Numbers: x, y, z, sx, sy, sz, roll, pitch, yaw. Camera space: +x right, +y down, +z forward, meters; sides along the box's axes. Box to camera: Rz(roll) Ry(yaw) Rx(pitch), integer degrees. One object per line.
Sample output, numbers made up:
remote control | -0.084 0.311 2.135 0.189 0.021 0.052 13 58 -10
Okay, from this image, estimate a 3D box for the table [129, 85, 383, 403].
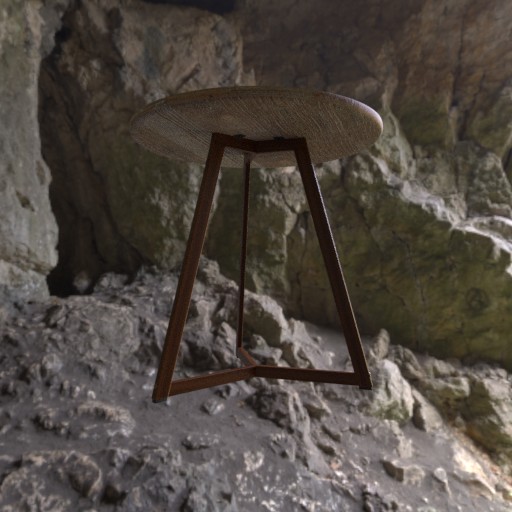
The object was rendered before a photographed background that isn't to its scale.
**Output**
table | 0.000 0.000 0.904 0.500 0.500 0.500 0 -1 0
